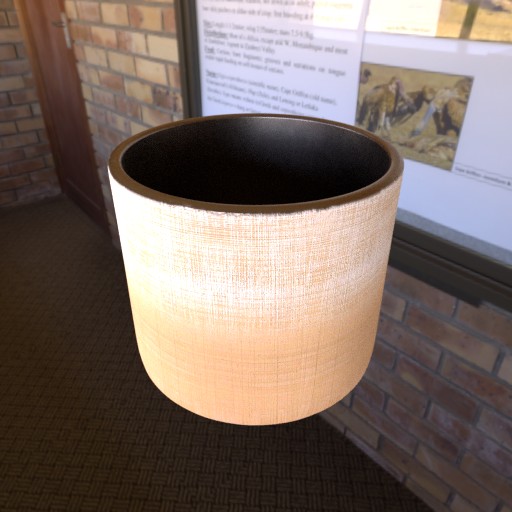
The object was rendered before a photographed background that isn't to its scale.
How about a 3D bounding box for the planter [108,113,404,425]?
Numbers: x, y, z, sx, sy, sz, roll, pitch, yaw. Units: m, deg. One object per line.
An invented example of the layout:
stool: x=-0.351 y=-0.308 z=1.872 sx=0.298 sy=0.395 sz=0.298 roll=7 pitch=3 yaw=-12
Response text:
planter: x=0.000 y=0.000 z=0.443 sx=0.254 sy=0.221 sz=0.254 roll=0 pitch=32 yaw=0
